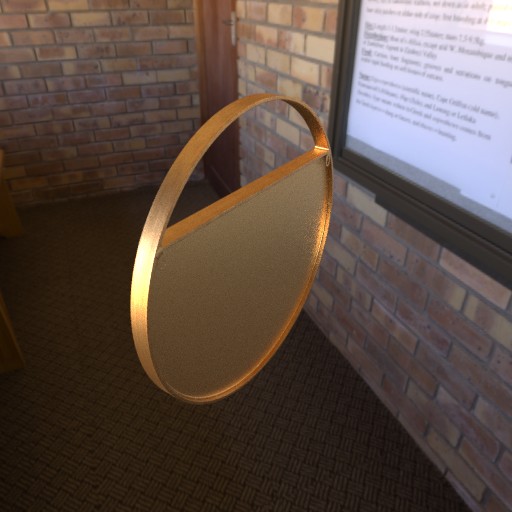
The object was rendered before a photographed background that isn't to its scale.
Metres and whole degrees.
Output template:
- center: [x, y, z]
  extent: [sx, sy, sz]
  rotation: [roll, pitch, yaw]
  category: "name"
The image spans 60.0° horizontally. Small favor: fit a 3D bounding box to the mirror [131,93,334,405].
- center: [0.000, 0.000, 0.819]
  extent: [0.032, 0.565, 0.565]
  rotation: [20, 37, 29]
  category: "mirror"
